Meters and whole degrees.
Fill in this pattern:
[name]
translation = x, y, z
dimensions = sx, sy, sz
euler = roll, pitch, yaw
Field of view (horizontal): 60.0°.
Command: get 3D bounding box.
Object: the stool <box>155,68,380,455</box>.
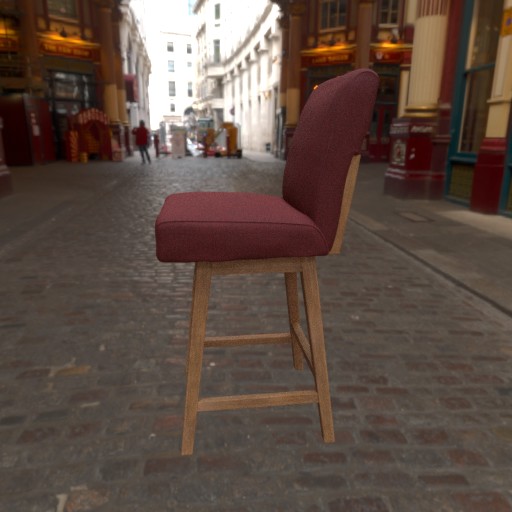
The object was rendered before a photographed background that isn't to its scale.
[stool]
translation = 0.000, 0.000, 1.357
dimensions = 0.562, 1.038, 0.468
euler = -2, 16, -7
